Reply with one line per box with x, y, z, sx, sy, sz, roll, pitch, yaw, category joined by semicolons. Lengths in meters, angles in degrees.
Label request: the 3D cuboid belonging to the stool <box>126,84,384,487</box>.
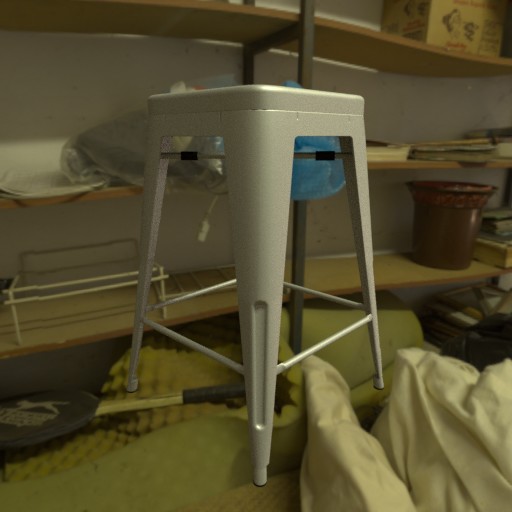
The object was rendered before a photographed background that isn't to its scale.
0.000;0.000;0.894;0.406;0.610;0.406;14;21;42;stool
